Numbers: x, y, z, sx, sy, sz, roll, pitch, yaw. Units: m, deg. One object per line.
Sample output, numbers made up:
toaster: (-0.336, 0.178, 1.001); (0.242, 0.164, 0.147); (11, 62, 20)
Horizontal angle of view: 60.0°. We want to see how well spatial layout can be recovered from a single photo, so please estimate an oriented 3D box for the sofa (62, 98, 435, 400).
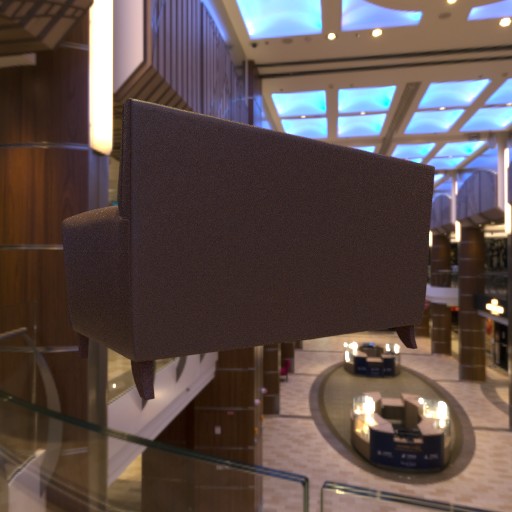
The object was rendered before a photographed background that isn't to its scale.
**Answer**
sofa: (0.000, 0.000, 1.979); (1.468, 0.859, 0.853); (1, -1, -36)
